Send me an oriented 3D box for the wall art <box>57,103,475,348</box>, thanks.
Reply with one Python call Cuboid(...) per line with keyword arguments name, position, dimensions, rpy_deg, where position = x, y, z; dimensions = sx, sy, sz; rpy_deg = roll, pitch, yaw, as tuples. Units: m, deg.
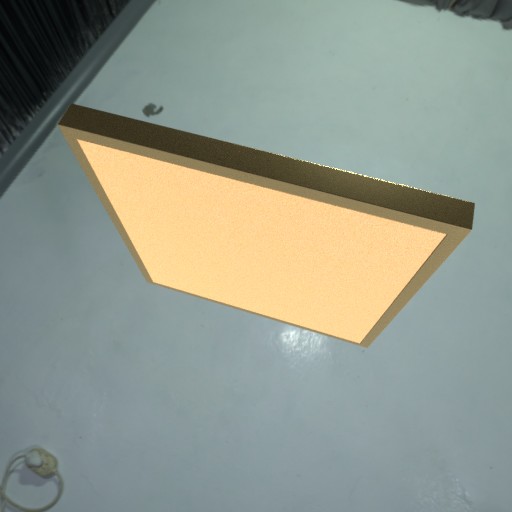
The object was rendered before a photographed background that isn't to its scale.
Cuboid(name="wall art", position=(0.000, 0.000, 0.453), dimensions=(0.305, 0.305, 0.023), rpy_deg=(16, 65, 8))
